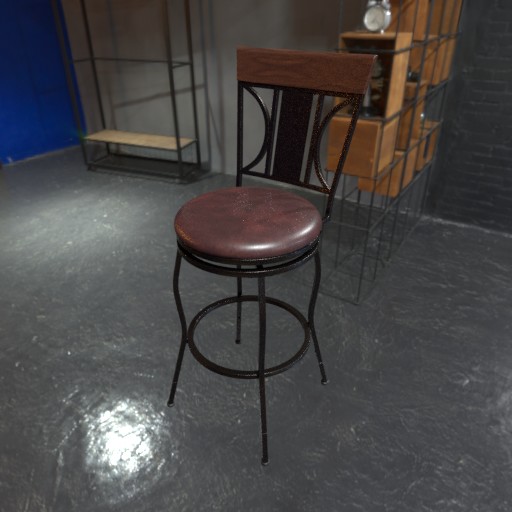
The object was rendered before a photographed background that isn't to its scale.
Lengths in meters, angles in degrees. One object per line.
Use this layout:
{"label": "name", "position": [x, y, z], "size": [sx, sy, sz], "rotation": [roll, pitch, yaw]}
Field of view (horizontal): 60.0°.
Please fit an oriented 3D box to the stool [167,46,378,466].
{"label": "stool", "position": [0.000, 0.000, 1.377], "size": [0.448, 1.130, 0.513], "rotation": [19, 35, 29]}
